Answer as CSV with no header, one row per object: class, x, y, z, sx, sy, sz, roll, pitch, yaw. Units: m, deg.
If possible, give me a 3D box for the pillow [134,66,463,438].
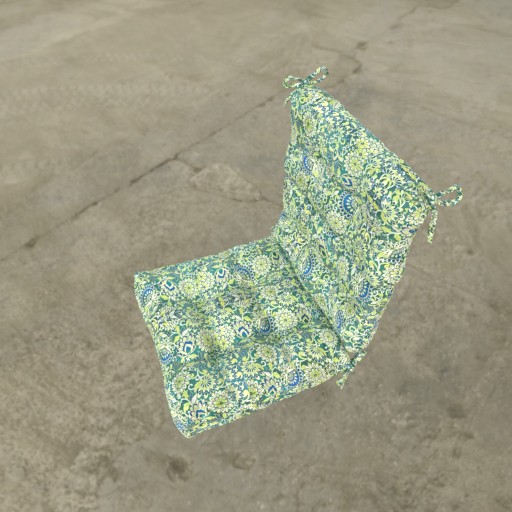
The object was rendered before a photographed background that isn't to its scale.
pillow,0.000,0.000,1.025,0.571,0.605,0.519,-17,50,-15
